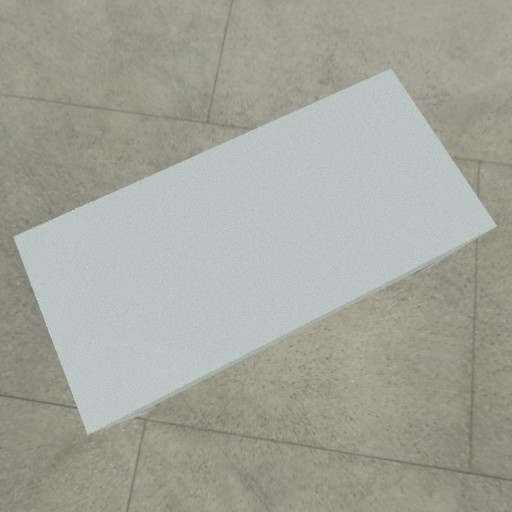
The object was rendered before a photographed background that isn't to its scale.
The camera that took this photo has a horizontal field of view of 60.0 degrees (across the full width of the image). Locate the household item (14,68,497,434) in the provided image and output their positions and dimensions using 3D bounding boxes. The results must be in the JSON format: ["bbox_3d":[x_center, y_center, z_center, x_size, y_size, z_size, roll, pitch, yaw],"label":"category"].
[{"bbox_3d":[0.000,0.000,2.081,1.700,0.745,0.800,-26,77,-7],"label":"household item"}]
